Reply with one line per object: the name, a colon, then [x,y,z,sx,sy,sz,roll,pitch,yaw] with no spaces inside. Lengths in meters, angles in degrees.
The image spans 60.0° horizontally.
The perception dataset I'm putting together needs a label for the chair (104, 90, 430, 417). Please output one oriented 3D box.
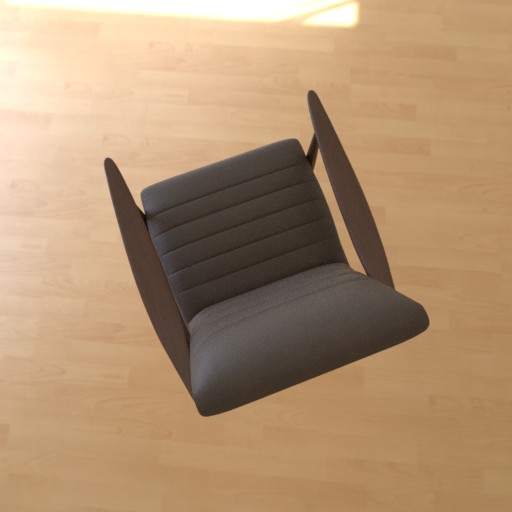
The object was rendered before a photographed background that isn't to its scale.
chair: [0.000,0.000,1.450,0.741,0.831,0.798,-20,77,-5]
